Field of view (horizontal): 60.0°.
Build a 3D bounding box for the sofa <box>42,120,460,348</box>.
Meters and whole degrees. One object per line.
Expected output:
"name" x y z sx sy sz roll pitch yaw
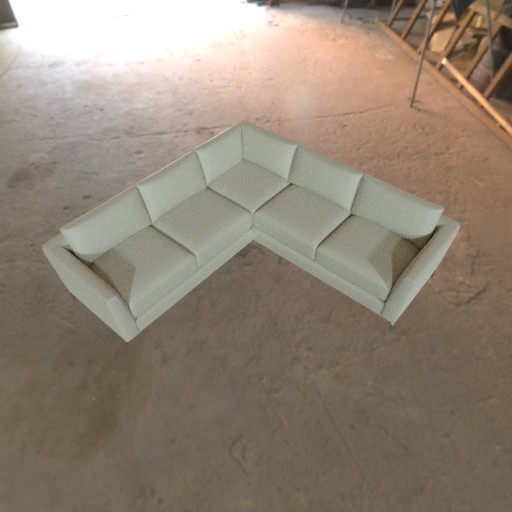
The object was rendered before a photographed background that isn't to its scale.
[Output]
"sofa" 0.000 0.000 3.771 2.448 0.867 2.430 32 54 27
